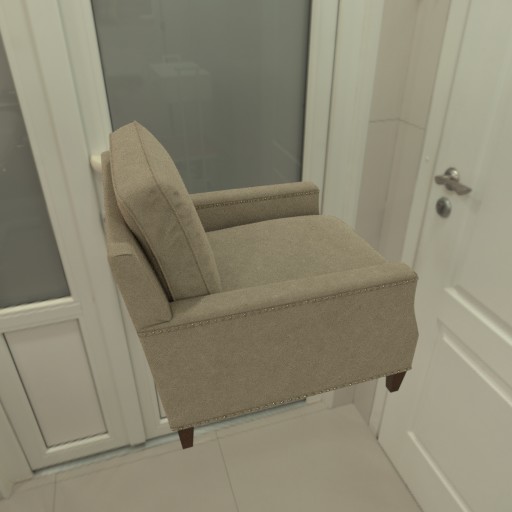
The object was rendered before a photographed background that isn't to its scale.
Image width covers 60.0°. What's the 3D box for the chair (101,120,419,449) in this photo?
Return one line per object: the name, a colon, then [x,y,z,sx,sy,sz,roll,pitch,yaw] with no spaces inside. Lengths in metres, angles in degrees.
chair: [0.000,0.000,1.700,1.014,0.943,0.853,-9,32,-15]
